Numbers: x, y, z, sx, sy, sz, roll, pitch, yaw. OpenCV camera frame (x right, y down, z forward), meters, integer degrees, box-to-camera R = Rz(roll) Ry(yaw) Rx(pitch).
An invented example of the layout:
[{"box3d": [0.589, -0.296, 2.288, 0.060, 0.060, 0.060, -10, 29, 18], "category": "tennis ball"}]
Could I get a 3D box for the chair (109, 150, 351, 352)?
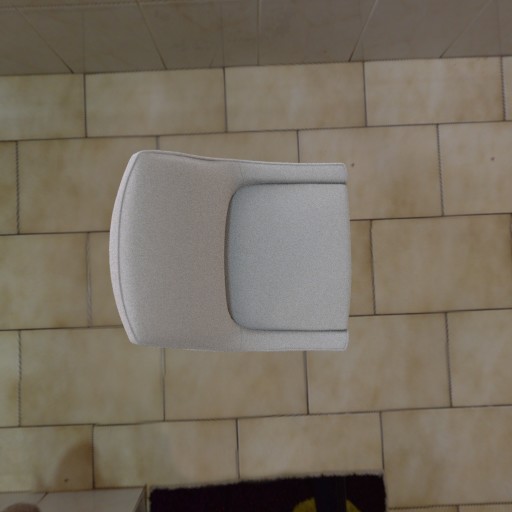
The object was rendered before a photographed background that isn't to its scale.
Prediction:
[{"box3d": [0.000, 0.000, 1.226, 0.544, 0.861, 0.529, 0, 88, 0], "category": "chair"}]
